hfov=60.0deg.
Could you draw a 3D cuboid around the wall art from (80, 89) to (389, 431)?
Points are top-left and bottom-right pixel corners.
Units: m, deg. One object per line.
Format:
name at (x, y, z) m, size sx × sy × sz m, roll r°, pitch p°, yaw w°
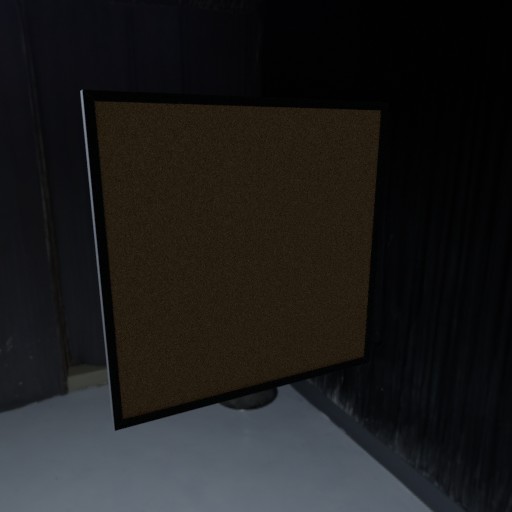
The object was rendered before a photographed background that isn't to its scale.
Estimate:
wall art at (0.000, 0.000, 1.127) m, size 0.761 × 0.761 × 0.037 m, roll -7°, pitch 17°, yaw -25°
